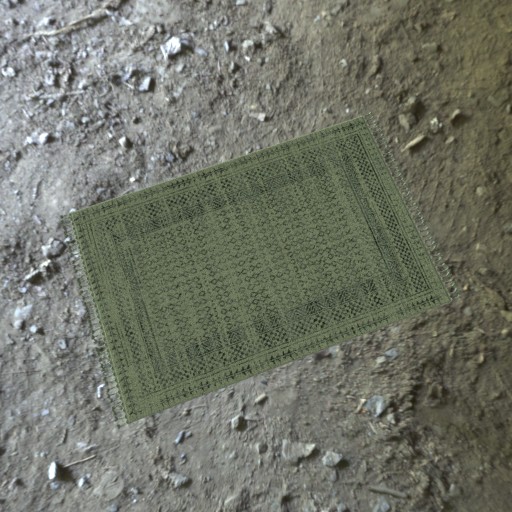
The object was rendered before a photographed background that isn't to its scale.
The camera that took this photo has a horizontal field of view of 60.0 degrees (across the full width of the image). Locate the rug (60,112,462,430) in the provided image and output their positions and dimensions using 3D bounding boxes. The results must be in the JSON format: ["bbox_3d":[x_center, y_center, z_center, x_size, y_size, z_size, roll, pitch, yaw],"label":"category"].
[{"bbox_3d":[0.000,0.000,3.115,2.486,0.013,1.548,-20,76,-5],"label":"rug"}]
